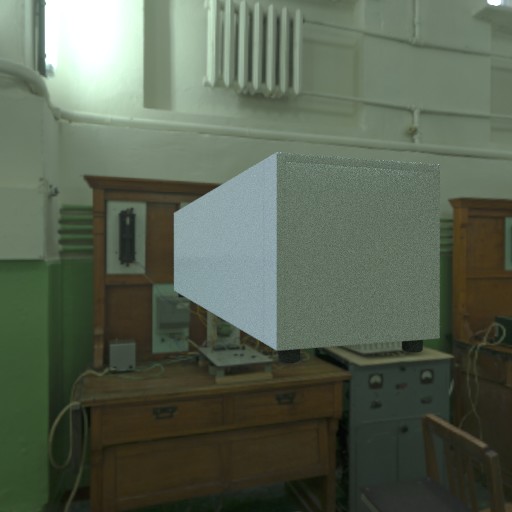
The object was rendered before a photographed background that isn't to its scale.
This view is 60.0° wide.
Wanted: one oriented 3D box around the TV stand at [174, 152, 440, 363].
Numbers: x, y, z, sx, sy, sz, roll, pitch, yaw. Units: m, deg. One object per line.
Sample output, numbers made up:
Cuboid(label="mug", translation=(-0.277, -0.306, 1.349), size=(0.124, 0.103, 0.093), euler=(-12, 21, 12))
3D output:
Cuboid(label="TV stand", translation=(0.000, 0.000, 1.687), size=(0.410, 0.440, 1.500), euler=(0, 1, -18))
